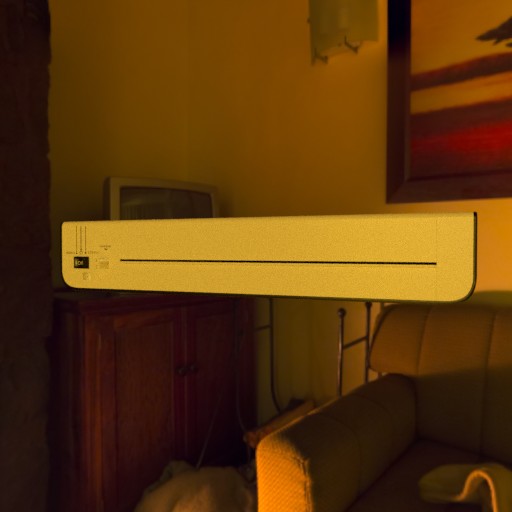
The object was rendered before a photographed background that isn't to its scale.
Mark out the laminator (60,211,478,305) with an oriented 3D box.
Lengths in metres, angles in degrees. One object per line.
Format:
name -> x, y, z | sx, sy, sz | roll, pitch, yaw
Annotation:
laminator -> 0.000, 0.000, 0.391 | 0.340, 0.062, 0.123 | 0, 1, 19
